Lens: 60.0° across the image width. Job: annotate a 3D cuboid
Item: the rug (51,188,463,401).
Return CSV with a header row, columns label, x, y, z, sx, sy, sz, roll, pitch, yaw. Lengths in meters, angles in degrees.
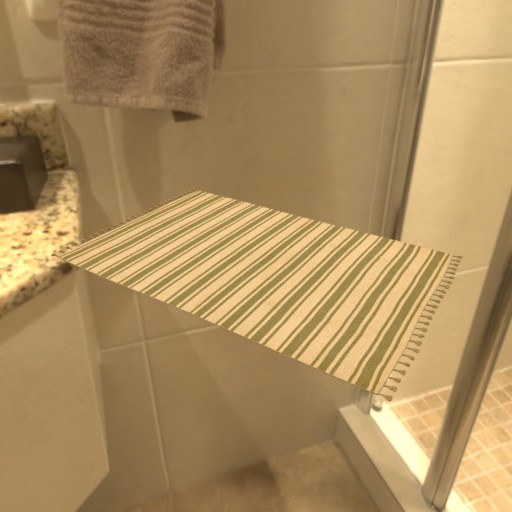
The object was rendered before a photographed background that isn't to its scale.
label,x,y,z,sx,sy,sz,roll,pitch,yaw
rug,0.000,0.000,3.069,2.435,0.018,1.540,18,34,28
